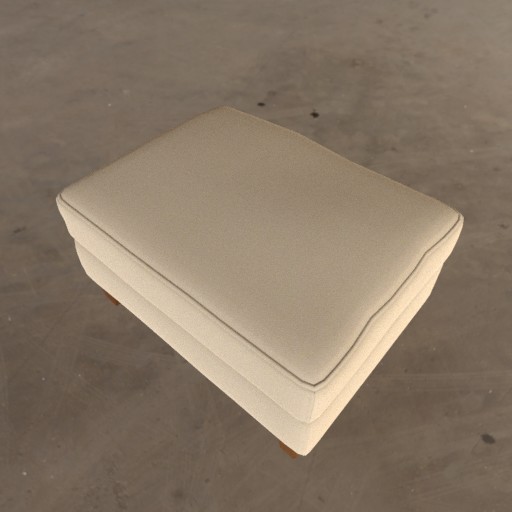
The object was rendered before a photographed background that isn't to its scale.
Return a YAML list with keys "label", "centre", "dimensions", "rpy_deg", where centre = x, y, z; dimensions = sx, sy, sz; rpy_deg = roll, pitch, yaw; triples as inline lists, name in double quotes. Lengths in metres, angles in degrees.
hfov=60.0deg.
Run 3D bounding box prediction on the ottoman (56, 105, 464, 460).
- label: "ottoman"
  centre: [0.000, 0.000, 1.205]
  dimensions: [0.818, 0.485, 0.634]
  rpy_deg: [32, 55, 27]
